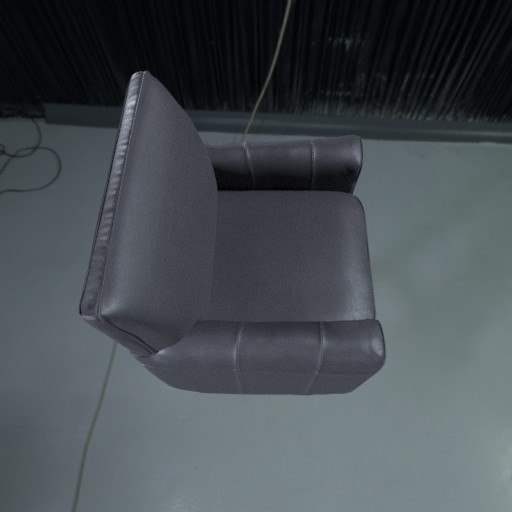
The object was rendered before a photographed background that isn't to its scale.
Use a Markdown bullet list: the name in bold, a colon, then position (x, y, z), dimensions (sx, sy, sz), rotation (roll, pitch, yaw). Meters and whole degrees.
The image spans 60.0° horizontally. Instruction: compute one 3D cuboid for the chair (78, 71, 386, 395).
- **chair**: position (0.000, 0.000, 1.603), dimensions (0.825, 0.943, 0.870), rotation (1, 63, 1)
